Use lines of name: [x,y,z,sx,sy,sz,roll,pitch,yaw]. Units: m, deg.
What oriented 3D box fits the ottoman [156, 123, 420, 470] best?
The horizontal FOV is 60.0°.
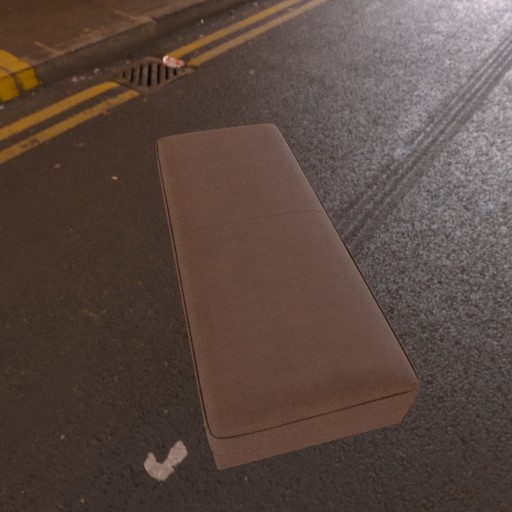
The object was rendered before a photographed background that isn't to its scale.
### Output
ottoman: [0.000,0.000,2.086,0.751,0.470,1.764,-10,47,-10]
